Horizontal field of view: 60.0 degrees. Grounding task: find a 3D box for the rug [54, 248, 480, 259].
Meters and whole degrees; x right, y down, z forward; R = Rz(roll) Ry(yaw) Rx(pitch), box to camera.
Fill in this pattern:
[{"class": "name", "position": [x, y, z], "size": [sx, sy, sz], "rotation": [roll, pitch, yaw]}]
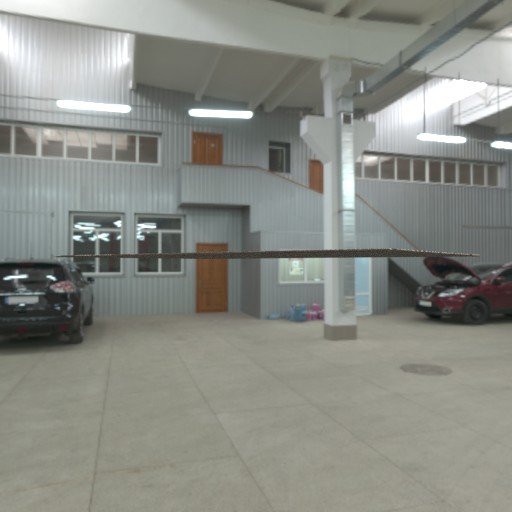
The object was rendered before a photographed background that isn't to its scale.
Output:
[{"class": "rug", "position": [0.000, 0.000, 2.971], "size": [2.435, 0.011, 1.517], "rotation": [-1, -1, 38]}]
